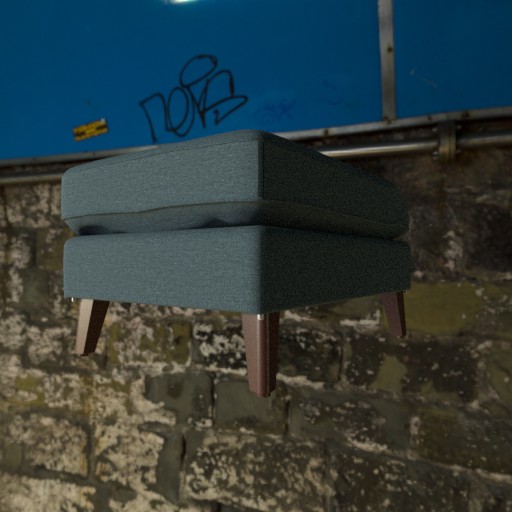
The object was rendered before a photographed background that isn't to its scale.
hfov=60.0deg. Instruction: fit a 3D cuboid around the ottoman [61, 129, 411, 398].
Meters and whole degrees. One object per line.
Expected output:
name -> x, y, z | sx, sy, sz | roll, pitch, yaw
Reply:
ottoman -> 0.000, 0.000, 1.248 | 0.629, 0.503, 0.835 | 0, -1, 36
